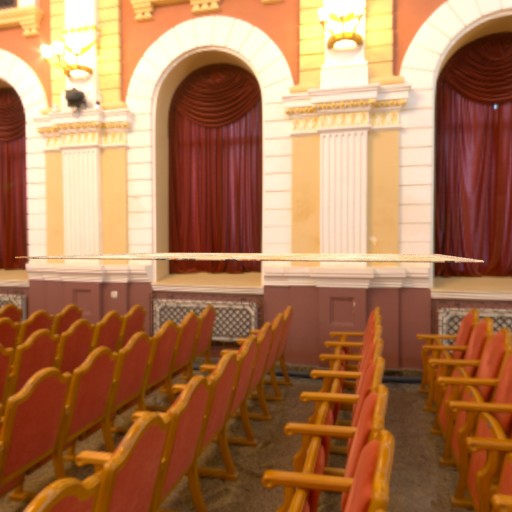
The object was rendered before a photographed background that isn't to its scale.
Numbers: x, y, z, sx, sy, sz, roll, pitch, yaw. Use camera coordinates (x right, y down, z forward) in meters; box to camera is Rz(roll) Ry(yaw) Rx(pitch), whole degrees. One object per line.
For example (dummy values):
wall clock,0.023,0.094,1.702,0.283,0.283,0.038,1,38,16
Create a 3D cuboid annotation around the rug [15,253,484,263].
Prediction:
rug,0.000,0.000,2.927,2.428,0.010,1.533,0,1,15
